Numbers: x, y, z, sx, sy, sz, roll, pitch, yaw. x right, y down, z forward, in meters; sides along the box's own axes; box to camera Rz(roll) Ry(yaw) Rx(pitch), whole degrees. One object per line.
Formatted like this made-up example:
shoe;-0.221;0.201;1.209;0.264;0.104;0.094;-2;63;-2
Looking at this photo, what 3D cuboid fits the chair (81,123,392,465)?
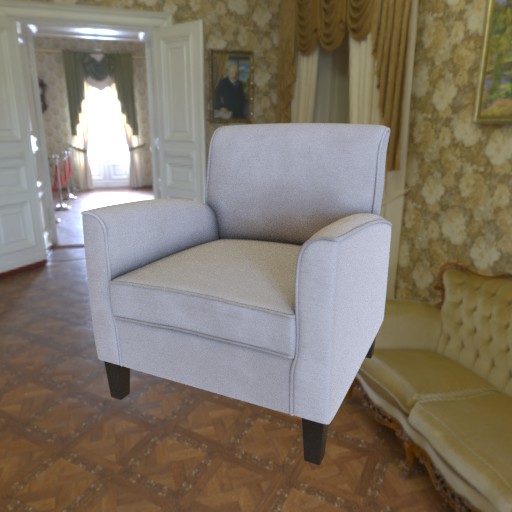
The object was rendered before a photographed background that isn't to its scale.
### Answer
chair;0.000;0.000;1.570;0.820;0.915;0.821;7;17;25
